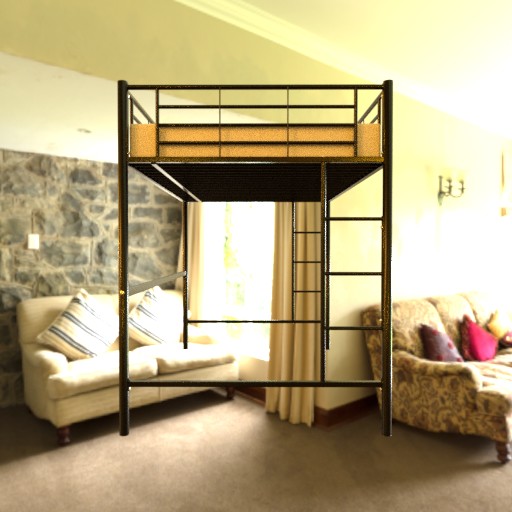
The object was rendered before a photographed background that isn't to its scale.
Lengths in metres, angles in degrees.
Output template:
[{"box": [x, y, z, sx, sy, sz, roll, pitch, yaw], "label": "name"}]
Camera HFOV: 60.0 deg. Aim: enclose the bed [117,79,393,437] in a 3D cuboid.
[{"box": [0.000, 0.000, 3.229, 1.397, 1.803, 1.994, 0, 1, 0], "label": "bed"}]
